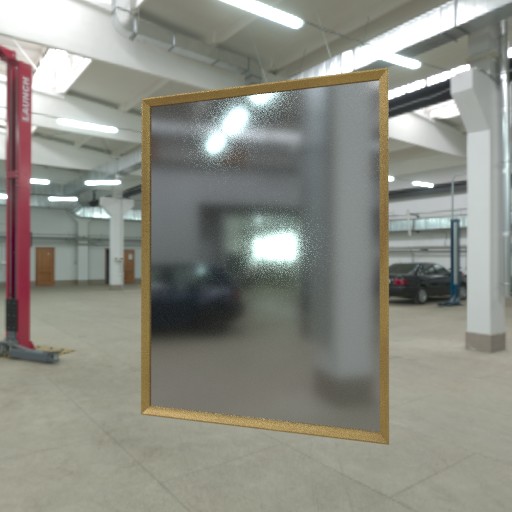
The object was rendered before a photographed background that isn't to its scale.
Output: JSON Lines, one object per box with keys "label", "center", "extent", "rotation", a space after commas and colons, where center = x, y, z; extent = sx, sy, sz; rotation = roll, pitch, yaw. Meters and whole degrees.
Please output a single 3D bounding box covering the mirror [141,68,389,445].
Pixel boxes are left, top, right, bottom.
{"label": "mirror", "center": [0.000, 0.000, 1.328], "extent": [0.762, 1.016, 0.041], "rotation": [0, 0, 18]}
